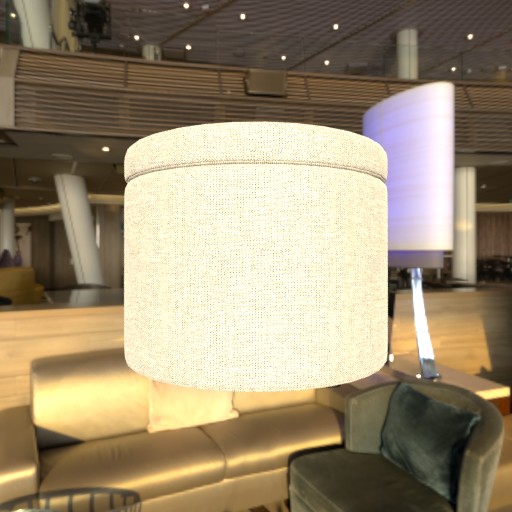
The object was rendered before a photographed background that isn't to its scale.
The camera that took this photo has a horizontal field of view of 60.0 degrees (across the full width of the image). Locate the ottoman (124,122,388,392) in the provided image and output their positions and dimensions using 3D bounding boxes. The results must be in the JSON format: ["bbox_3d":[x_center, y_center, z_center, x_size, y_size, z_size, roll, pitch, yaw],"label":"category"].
[{"bbox_3d":[0.000,0.000,0.878,0.500,0.419,0.500,0,0,0],"label":"ottoman"}]
